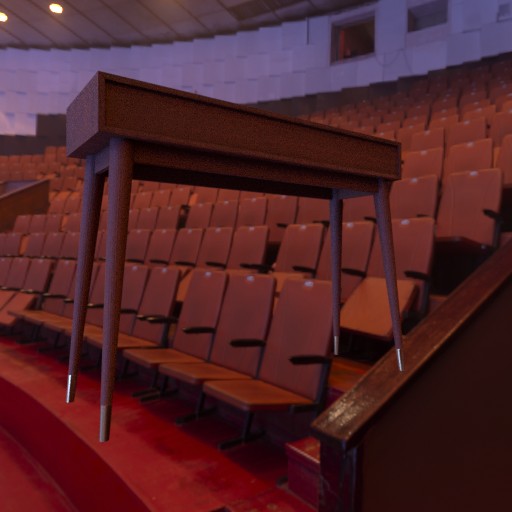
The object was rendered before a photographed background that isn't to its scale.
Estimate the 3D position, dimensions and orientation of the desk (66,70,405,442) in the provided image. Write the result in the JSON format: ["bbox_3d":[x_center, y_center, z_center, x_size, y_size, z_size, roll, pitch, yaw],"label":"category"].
[{"bbox_3d":[0.000,0.000,1.587,1.204,0.917,0.384,0,0,-35],"label":"desk"}]
